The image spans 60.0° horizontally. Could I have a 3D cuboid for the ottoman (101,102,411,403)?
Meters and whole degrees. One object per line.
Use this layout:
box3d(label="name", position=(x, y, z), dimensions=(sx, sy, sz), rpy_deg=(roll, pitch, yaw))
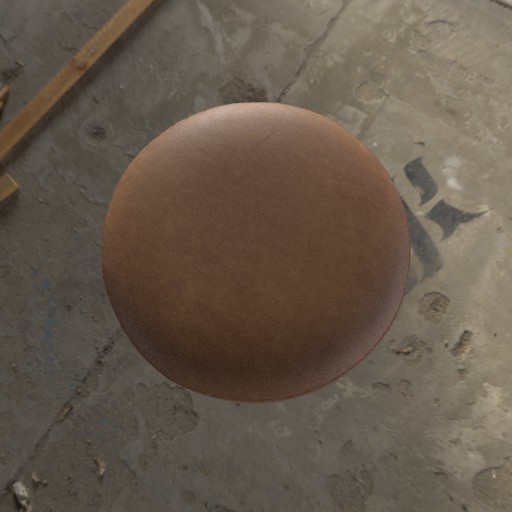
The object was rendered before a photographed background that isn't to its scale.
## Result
box3d(label="ottoman", position=(0.000, 0.000, 1.253), dimensions=(0.771, 0.460, 0.771), rpy_deg=(0, 76, 0))
